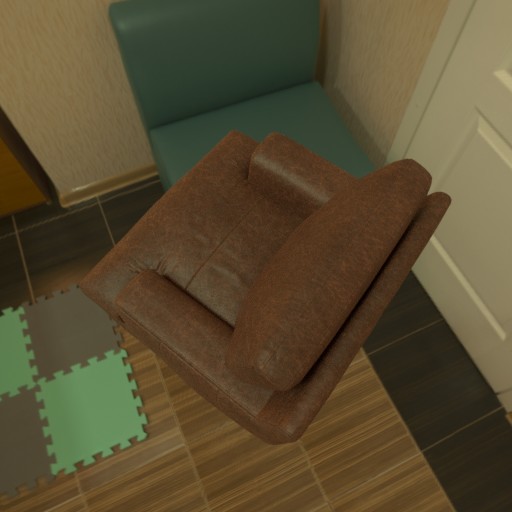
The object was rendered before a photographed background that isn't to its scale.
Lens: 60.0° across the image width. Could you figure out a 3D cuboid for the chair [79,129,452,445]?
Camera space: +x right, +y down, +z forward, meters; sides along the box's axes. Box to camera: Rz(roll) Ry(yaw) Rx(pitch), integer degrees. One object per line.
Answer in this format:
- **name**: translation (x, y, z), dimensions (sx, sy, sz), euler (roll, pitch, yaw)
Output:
- **chair**: translation (0.000, 0.000, 1.946), dimensions (1.143, 0.939, 1.168), euler (33, 68, 16)
